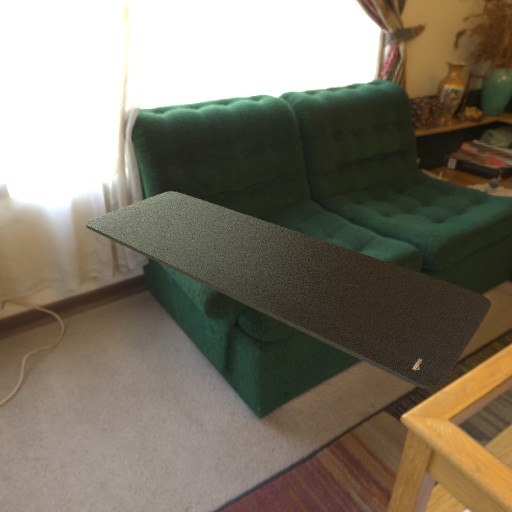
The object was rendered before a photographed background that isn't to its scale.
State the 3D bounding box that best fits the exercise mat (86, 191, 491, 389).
[{"bbox_3d":[0.000,0.000,2.013,1.869,0.021,0.616,22,36,33],"label":"exercise mat"}]
